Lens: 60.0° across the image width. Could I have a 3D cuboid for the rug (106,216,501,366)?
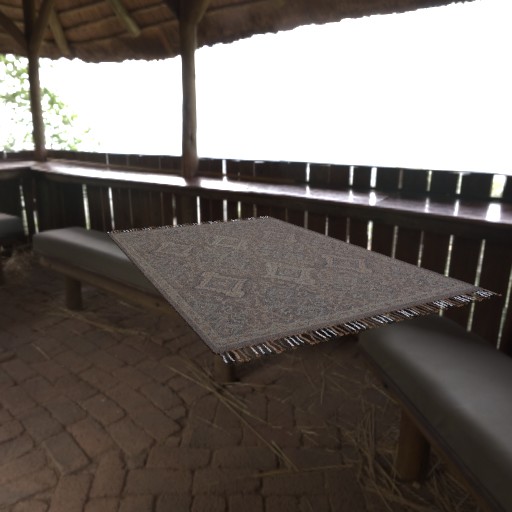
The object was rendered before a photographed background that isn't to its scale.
[{"bbox_3d":[0.000,0.000,2.928,1.516,0.010,2.434,-8,18,-26],"label":"rug"}]
